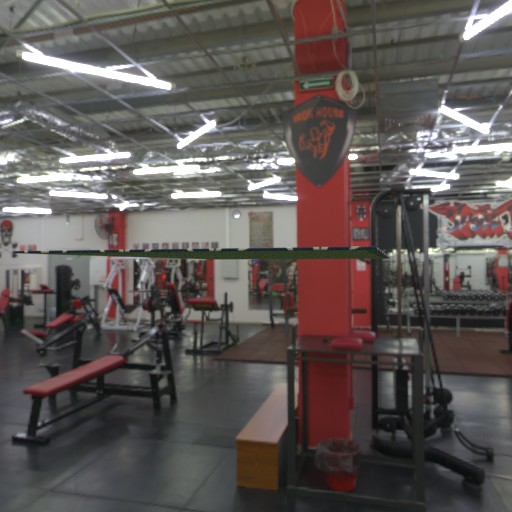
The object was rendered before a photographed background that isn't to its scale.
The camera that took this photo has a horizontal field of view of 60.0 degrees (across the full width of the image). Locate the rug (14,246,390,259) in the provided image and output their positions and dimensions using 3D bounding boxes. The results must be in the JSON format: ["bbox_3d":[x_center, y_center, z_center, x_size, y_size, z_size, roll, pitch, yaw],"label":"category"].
[{"bbox_3d":[0.000,0.000,2.699,1.524,0.010,2.134,0,-1,18],"label":"rug"}]
